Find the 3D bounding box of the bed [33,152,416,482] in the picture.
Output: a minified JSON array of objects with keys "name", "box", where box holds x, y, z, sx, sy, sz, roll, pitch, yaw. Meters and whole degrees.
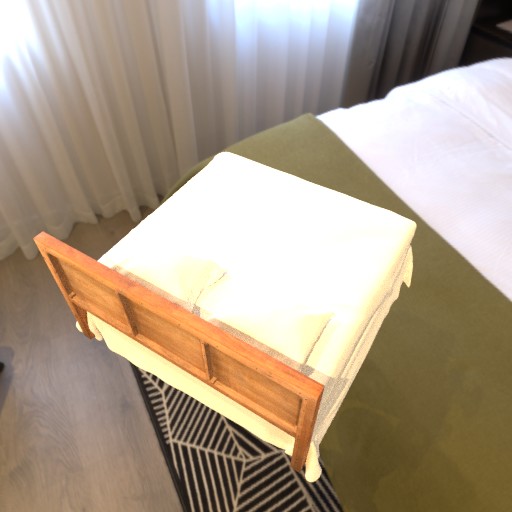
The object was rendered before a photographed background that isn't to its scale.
[{"name":"bed","box":[0.000,0.000,3.489,2.255,1.158,2.165,25,52,21]}]
